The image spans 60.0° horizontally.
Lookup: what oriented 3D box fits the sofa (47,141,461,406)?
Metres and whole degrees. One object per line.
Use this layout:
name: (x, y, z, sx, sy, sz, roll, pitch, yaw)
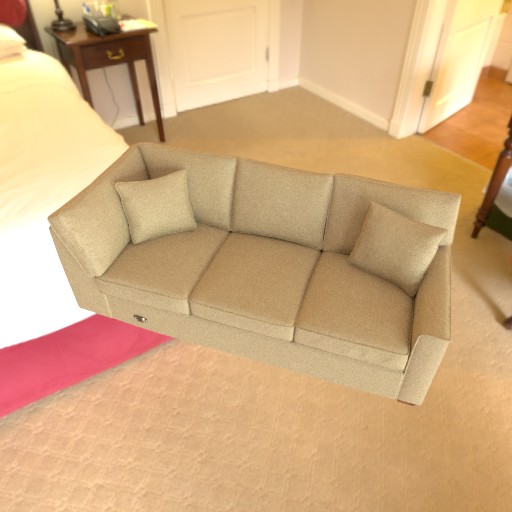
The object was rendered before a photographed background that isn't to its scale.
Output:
sofa: (0.000, 0.000, 2.862, 2.317, 0.962, 1.061, 13, 42, 14)
